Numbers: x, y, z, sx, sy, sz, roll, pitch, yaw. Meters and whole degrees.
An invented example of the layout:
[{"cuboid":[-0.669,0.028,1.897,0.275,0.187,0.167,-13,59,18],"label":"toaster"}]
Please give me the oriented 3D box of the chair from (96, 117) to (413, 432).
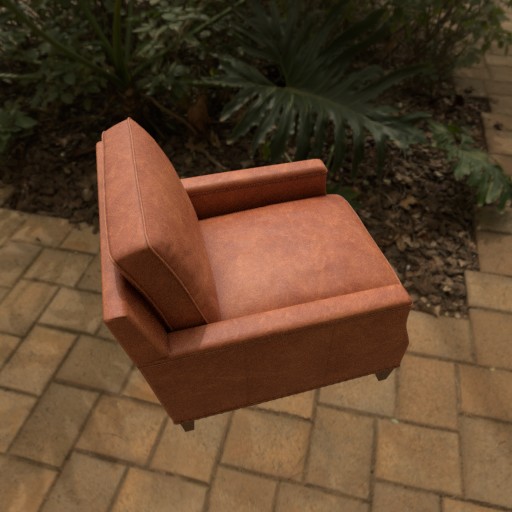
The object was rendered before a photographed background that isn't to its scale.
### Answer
[{"cuboid":[0.000,0.000,1.703,1.014,0.943,0.853,-11,47,-10],"label":"chair"}]
